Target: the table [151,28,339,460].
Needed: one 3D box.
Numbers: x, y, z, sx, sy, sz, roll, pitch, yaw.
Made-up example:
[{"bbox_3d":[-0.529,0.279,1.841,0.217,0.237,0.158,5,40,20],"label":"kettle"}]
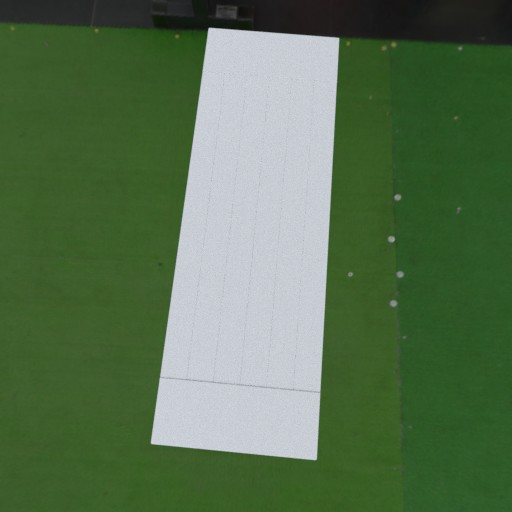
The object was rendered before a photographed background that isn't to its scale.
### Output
[{"bbox_3d":[0.000,0.000,1.448,0.373,0.768,1.062,5,76,1],"label":"table"}]
